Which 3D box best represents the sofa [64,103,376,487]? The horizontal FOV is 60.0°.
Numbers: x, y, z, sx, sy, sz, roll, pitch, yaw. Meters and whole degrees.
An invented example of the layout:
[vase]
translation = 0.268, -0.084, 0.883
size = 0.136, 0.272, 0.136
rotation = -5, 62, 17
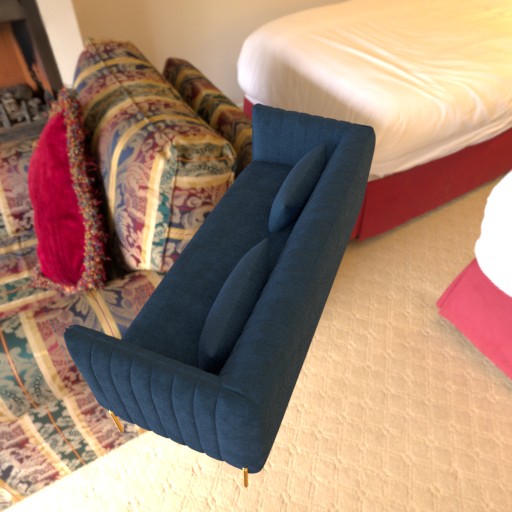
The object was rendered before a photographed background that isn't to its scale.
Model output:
[sofa]
translation = 0.000, 0.000, 2.561
size = 0.896, 0.793, 2.136
rotation = 16, 48, 15
